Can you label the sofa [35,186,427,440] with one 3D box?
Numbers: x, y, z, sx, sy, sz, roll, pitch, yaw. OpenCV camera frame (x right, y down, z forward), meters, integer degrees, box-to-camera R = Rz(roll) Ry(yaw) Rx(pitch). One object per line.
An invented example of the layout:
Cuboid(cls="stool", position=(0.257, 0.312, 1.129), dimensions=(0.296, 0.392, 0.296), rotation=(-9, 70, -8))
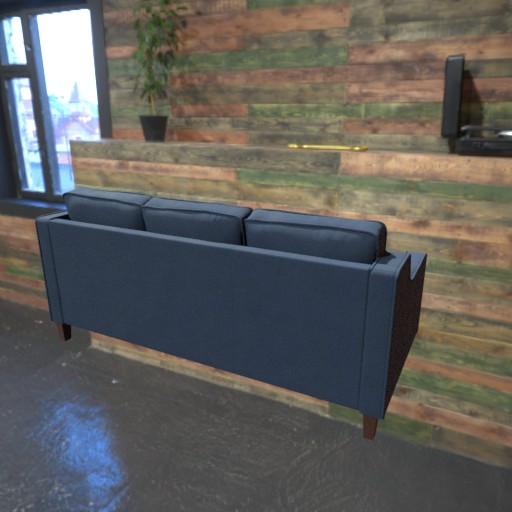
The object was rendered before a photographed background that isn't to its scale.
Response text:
Cuboid(cls="sofa", position=(0.000, 0.000, 3.239), dimensions=(2.317, 1.066, 1.858), rotation=(9, 19, 26))
